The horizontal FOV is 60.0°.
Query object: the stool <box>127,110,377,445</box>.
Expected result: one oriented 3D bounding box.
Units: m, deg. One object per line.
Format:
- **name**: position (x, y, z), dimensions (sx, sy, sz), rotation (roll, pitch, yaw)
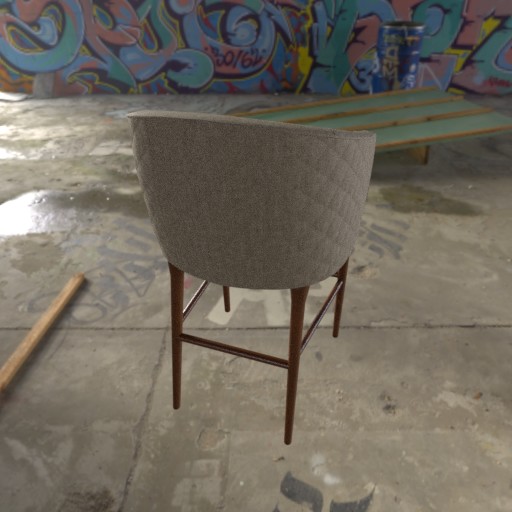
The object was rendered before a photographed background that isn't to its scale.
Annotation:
- **stool**: position (0.000, 0.000, 1.318), dimensions (0.559, 0.952, 0.635), rotation (11, 33, 17)
